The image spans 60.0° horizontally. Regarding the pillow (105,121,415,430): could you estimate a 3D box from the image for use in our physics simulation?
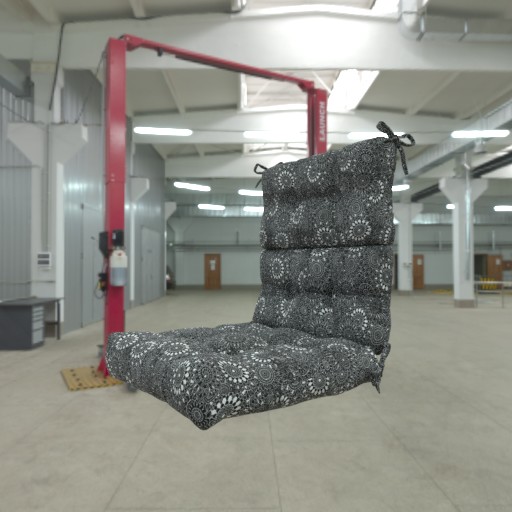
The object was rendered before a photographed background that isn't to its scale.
[{"bbox_3d":[0.000,0.000,1.041,0.571,0.605,0.519,1,-1,-36],"label":"pillow"}]
